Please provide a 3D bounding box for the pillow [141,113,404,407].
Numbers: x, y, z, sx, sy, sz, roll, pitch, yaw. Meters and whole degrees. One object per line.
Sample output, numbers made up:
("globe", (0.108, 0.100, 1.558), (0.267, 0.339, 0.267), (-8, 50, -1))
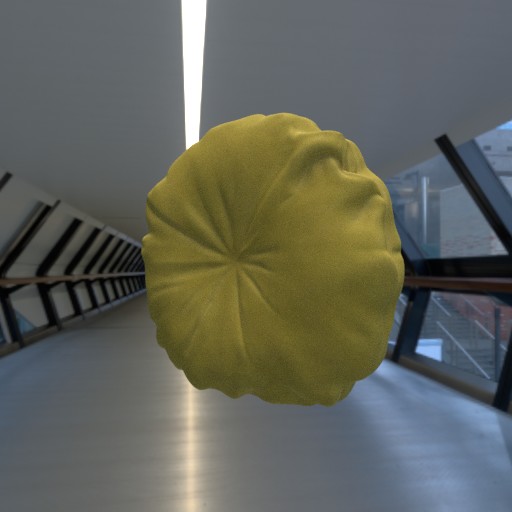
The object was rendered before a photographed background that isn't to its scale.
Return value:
("pillow", (0.000, 0.000, 0.646), (0.428, 0.407, 0.148), (-1, -1, 36))
